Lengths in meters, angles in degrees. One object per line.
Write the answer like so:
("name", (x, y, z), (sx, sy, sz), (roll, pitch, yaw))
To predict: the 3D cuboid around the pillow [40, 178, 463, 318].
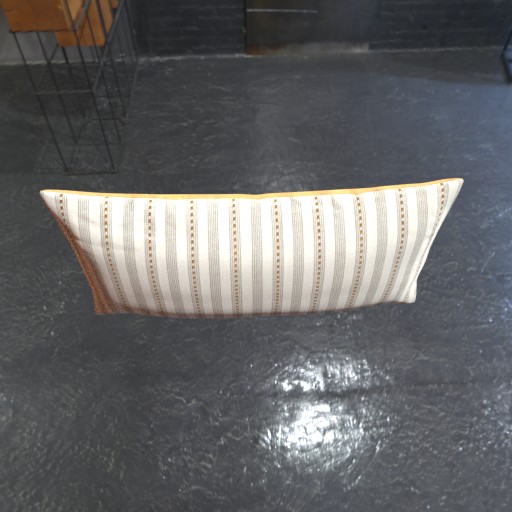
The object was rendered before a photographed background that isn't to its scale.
("pillow", (0.000, 0.000, 0.735), (0.608, 0.291, 0.151), (-2, 48, -2))
